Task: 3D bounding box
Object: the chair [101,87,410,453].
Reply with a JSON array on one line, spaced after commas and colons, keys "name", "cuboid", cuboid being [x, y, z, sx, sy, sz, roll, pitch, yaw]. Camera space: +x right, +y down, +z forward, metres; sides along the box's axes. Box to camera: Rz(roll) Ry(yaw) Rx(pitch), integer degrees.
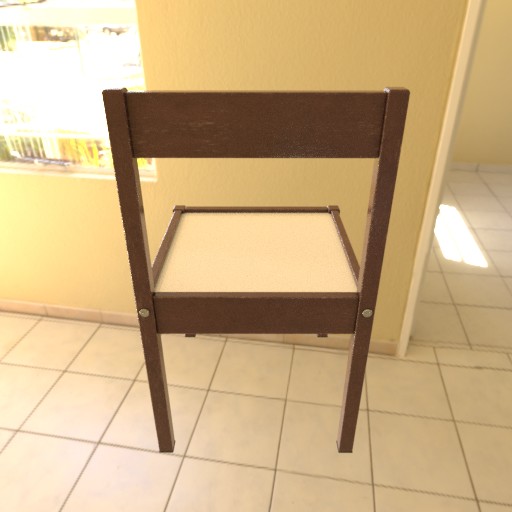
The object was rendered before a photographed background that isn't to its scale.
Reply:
[{"name": "chair", "cuboid": [0.000, 0.000, 0.651, 0.285, 0.505, 0.285, 0, 29, 0]}]
